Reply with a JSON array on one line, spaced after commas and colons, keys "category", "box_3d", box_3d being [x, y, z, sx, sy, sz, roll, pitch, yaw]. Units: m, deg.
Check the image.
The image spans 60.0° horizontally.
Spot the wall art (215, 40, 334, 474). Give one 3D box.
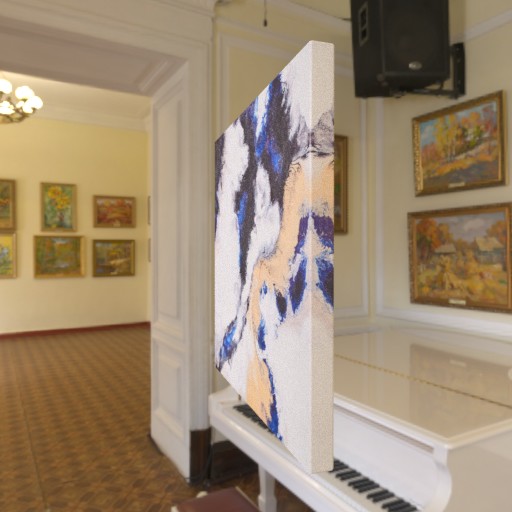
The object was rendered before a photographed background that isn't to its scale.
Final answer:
[{"category": "wall art", "box_3d": [0.000, 0.000, 0.914, 0.039, 0.609, 0.609, 0, 1, -18]}]
